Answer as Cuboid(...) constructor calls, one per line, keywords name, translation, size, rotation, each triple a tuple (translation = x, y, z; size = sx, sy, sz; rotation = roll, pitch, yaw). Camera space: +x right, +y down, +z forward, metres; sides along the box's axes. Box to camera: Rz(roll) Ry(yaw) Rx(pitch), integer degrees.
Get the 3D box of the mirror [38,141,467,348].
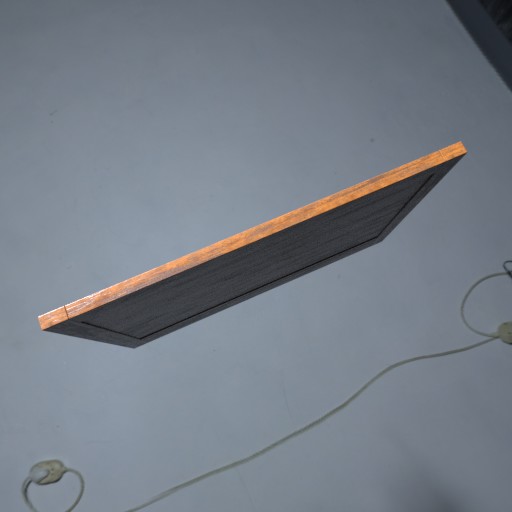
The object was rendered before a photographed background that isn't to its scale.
Cuboid(name="mirror", translation=(0.000, 0.000, 0.992), size=(0.758, 0.537, 0.084), rotation=(-23, 76, -6))
